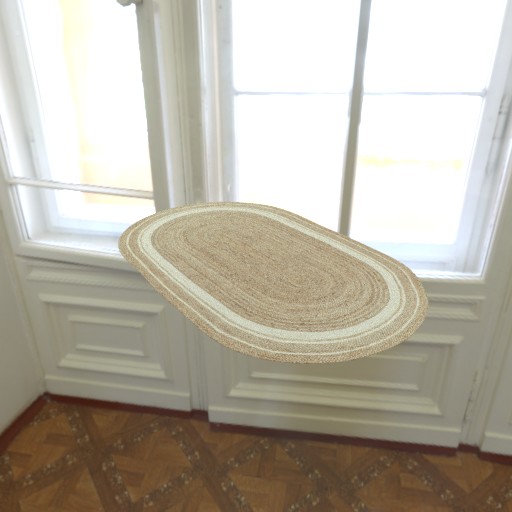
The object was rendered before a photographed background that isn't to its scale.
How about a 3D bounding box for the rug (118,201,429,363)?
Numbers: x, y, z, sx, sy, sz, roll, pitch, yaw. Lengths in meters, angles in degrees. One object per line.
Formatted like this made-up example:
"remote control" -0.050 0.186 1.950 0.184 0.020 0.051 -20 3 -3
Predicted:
"rug" 0.000 0.000 3.089 1.520 0.006 2.432 -18 31 -32
